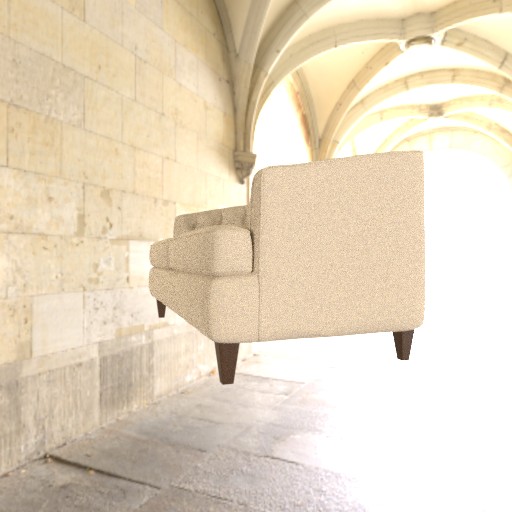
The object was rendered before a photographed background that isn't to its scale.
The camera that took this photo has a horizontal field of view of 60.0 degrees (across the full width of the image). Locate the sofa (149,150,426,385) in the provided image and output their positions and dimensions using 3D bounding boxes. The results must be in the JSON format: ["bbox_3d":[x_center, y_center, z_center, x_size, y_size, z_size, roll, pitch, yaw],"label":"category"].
[{"bbox_3d":[0.000,0.000,2.234,0.941,0.855,1.733,0,0,-19],"label":"sofa"}]
